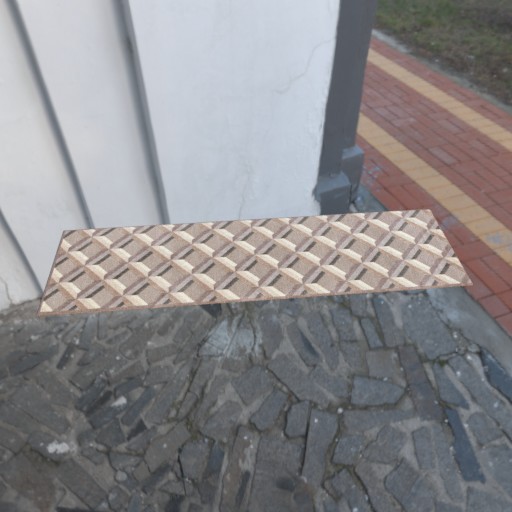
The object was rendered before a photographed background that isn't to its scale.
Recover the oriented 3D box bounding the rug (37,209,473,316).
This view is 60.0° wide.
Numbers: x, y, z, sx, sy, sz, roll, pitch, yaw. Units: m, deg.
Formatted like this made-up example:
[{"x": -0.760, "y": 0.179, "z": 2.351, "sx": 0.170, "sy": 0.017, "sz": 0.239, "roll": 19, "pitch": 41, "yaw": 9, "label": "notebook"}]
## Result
[{"x": 0.000, "y": 0.000, "z": 2.700, "sx": 2.437, "sy": 0.013, "sz": 0.685, "roll": -4, "pitch": 45, "yaw": -4, "label": "rug"}]
